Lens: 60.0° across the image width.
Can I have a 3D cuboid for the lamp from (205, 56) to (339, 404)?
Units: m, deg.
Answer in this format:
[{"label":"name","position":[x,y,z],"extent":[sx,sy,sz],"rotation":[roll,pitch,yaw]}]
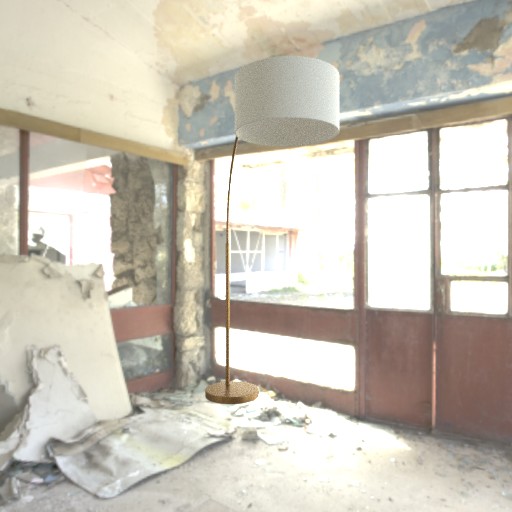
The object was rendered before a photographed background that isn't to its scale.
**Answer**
[{"label":"lamp","position":[0.000,0.000,2.556],"extent":[0.493,1.927,1.434],"rotation":[0,0,-18]}]
